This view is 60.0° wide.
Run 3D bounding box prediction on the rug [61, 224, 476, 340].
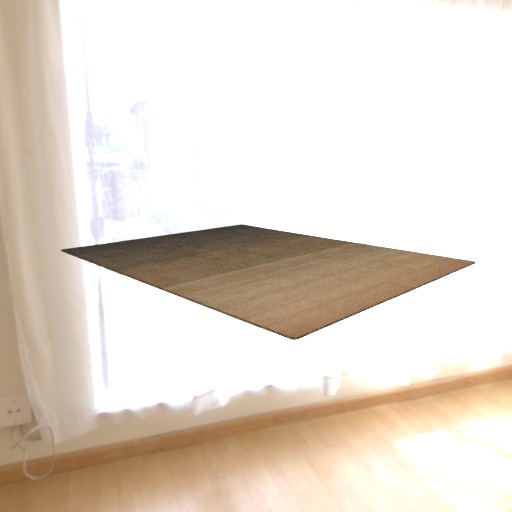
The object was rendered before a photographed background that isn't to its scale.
[{"bbox_3d":[0.000,0.000,3.909,2.306,0.017,2.902,-12,17,-43],"label":"rug"}]
